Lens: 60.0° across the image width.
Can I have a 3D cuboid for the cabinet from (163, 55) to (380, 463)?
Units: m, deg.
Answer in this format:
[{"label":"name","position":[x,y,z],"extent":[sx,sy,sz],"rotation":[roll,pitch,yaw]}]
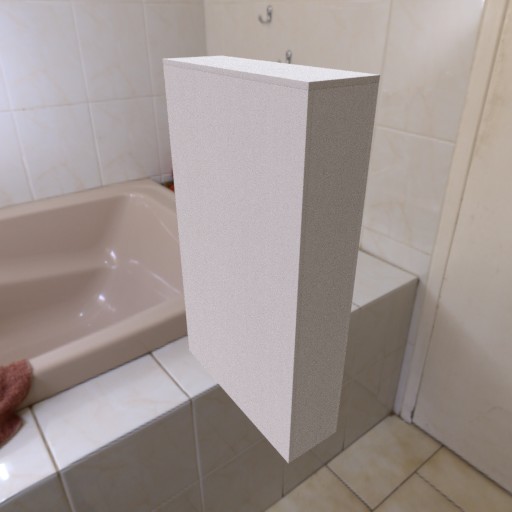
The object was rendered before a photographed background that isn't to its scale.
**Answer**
[{"label":"cabinet","position":[0.000,0.000,1.614],"extent":[0.250,1.280,0.750],"rotation":[-19,34,-31]}]
